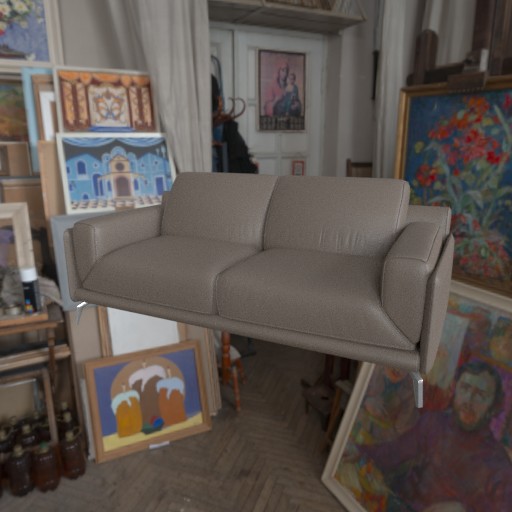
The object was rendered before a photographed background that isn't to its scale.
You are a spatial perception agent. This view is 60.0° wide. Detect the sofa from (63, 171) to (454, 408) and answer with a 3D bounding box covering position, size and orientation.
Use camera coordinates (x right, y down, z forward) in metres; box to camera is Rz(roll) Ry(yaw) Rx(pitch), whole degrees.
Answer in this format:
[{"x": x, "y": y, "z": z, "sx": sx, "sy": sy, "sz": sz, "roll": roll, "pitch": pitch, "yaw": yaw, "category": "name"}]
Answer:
[{"x": 0.000, "y": 0.000, "z": 2.598, "sx": 2.101, "sy": 0.930, "sz": 1.049, "roll": 7, "pitch": 16, "yaw": 25, "category": "sofa"}]
